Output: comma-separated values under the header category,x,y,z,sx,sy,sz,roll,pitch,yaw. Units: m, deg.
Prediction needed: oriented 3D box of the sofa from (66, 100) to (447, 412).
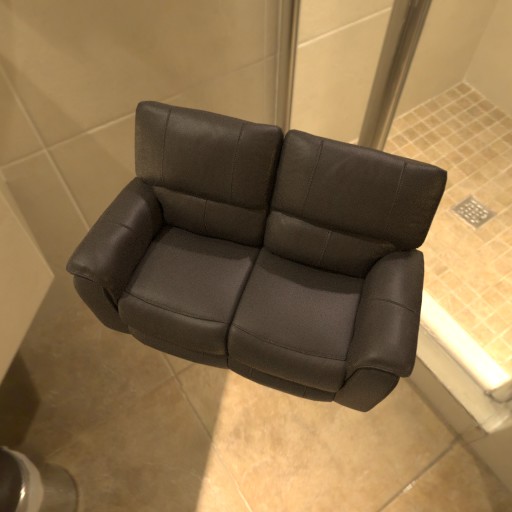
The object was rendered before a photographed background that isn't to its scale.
category,x,y,z,sx,sy,sz,roll,pitch,yaw
sofa,0.000,0.000,2.443,1.765,1.111,1.104,16,59,10
